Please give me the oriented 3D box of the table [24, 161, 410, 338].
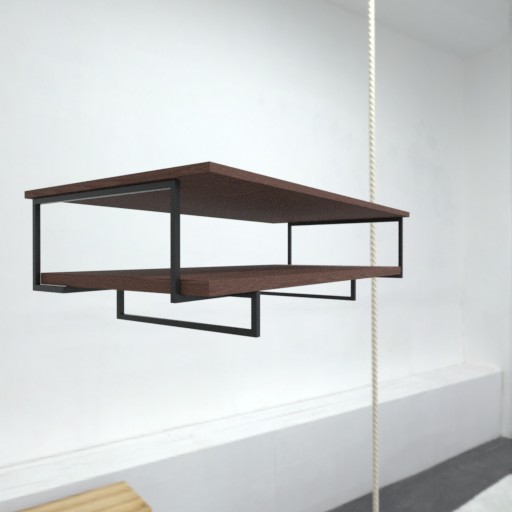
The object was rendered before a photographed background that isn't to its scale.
[{"bbox_3d":[0.000,0.000,1.470,0.651,0.347,1.197,0,0,36],"label":"table"}]
